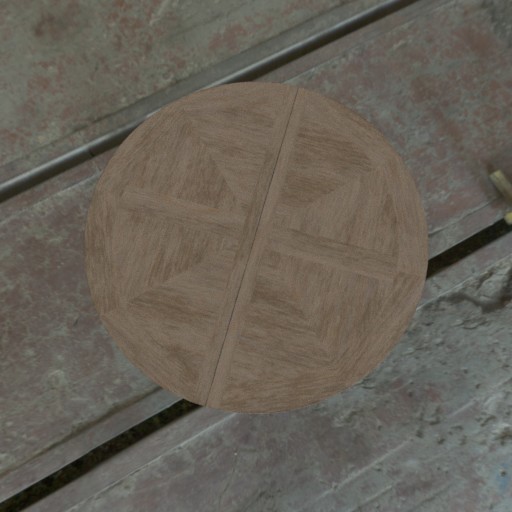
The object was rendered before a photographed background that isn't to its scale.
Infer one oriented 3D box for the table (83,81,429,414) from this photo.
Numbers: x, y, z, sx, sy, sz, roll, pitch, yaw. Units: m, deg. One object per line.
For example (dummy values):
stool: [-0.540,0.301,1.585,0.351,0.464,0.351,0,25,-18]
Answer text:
table: [0.000,0.000,2.071,1.319,0.762,1.319,0,76,0]
